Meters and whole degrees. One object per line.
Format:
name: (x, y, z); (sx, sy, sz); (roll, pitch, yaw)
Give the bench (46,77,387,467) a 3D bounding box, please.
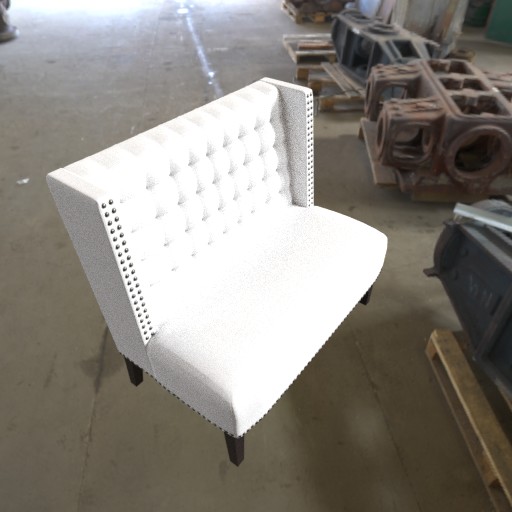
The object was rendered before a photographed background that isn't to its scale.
bench: (0.000, 0.000, 2.038); (0.847, 1.123, 1.280); (26, 47, 28)
